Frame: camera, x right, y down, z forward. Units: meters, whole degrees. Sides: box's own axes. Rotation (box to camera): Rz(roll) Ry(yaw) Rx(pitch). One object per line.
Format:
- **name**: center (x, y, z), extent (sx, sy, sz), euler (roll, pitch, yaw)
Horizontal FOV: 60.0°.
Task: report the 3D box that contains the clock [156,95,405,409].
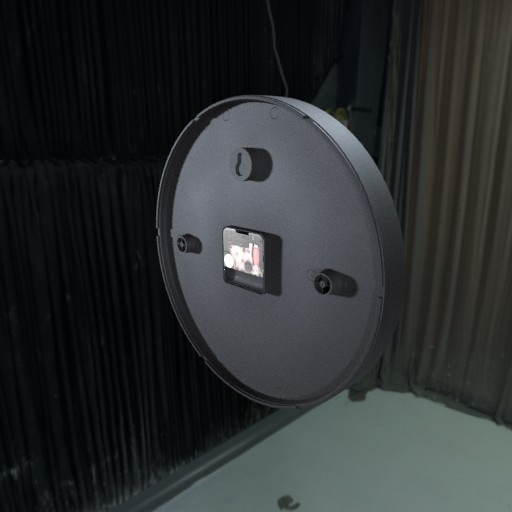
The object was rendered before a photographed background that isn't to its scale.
- **clock**: center (0.000, 0.000, 0.430), extent (0.040, 0.293, 0.293), euler (-15, 21, -43)
